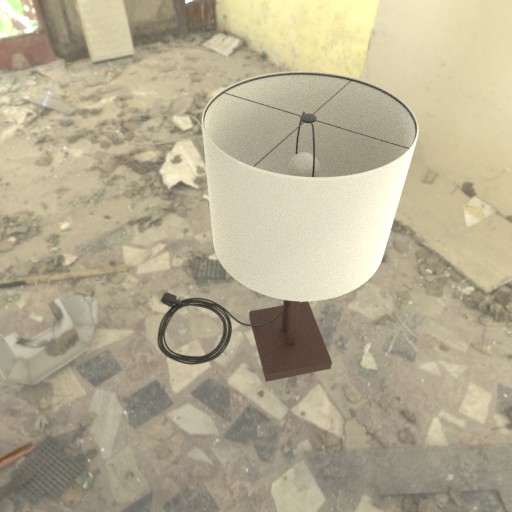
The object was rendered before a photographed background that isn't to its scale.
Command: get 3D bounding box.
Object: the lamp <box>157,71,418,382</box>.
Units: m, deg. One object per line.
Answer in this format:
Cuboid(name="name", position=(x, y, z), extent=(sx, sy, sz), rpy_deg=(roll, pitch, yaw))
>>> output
Cuboid(name="lamp", position=(0.000, 0.000, 0.976), extent=(0.525, 0.668, 0.396), rpy_deg=(-9, 46, -9))
